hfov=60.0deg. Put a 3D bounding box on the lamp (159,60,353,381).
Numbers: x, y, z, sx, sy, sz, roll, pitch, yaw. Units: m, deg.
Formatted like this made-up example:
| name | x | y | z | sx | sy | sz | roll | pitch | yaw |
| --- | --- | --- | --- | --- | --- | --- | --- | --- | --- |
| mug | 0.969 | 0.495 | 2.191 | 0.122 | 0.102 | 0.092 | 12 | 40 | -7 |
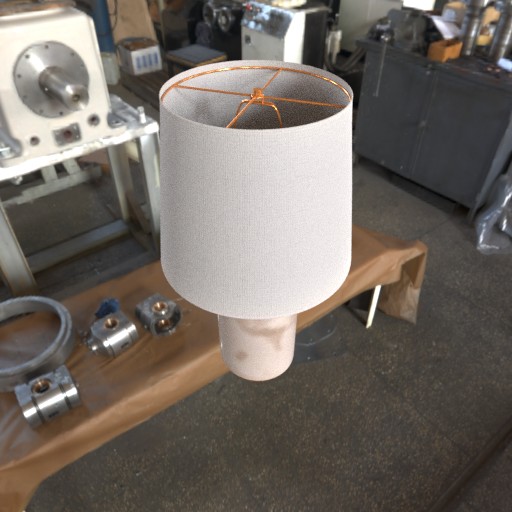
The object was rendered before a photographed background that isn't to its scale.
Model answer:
| name | x | y | z | sx | sy | sz | roll | pitch | yaw |
| --- | --- | --- | --- | --- | --- | --- | --- | --- | --- |
| lamp | 0.000 | 0.000 | 0.454 | 0.189 | 0.340 | 0.189 | 0 | 40 | 0 |
